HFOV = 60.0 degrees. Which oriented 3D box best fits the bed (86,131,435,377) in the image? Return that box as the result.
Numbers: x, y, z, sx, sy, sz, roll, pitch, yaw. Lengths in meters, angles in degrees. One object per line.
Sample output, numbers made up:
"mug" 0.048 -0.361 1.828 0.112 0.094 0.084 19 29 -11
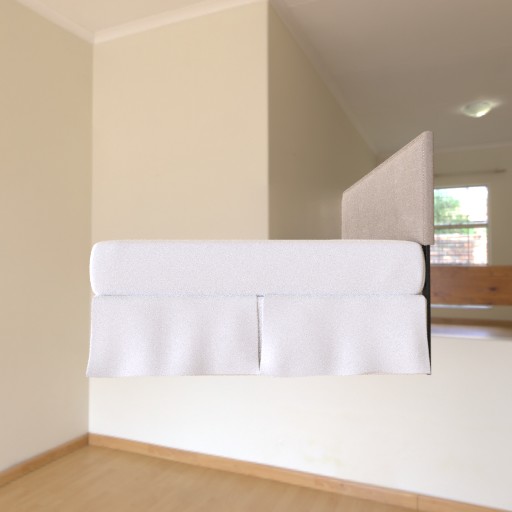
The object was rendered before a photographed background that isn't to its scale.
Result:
"bed" 0.000 0.000 3.441 1.914 1.346 2.170 0 -1 -1
